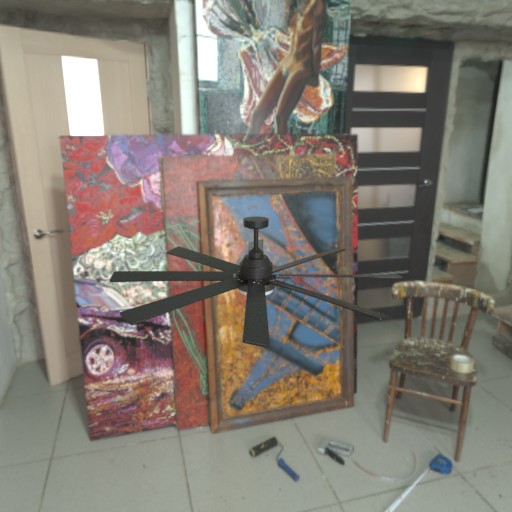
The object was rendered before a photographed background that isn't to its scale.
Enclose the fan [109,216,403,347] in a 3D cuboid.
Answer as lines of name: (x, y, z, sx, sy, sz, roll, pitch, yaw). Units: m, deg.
fan: (0.000, 0.000, 2.774, 1.830, 0.472, 1.830, 16, 22, 43)
